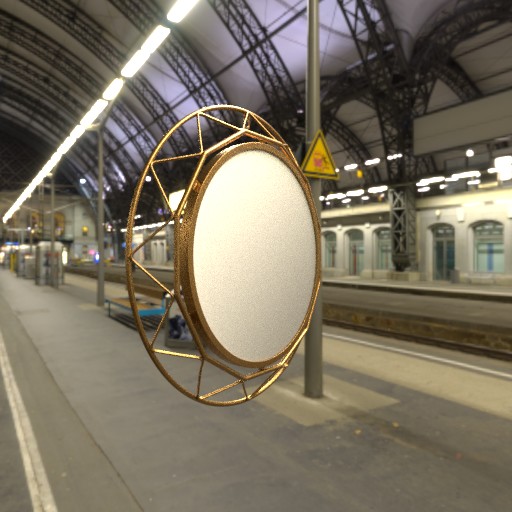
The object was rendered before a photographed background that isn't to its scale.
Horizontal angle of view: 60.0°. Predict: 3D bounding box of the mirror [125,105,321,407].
[{"bbox_3d":[0.000,0.000,0.681,0.043,0.454,0.454,0,0,36],"label":"mirror"}]
